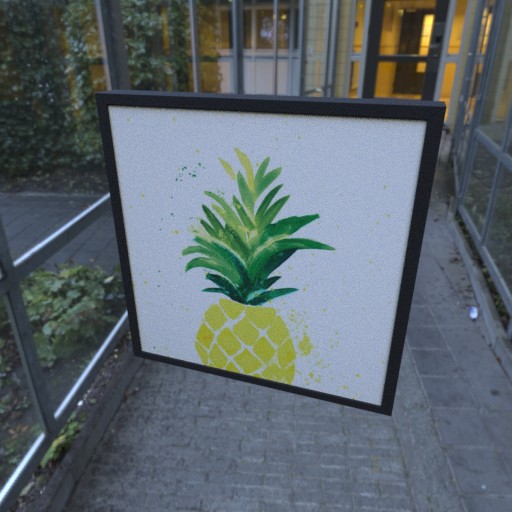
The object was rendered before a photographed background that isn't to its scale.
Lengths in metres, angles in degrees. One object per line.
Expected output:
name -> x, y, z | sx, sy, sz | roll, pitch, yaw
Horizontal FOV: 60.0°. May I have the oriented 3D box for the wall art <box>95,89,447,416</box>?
wall art -> 0.000, 0.000, 0.448 | 0.305, 0.304, 0.033 | 8, 27, 17
